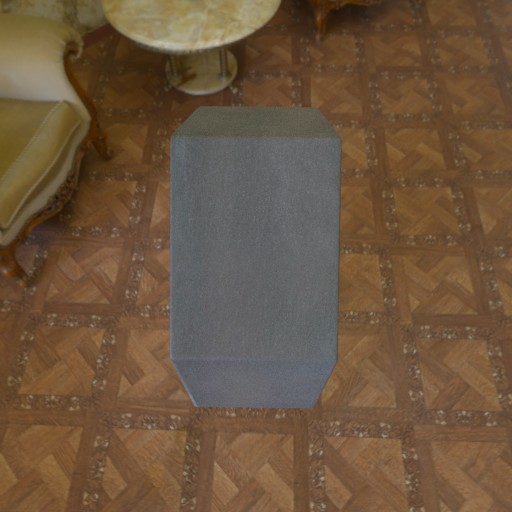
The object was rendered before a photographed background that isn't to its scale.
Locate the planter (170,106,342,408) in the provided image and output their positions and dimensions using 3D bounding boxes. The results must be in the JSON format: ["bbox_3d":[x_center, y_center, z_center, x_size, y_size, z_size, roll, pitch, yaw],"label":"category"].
[{"bbox_3d":[0.000,0.000,0.286,0.077,0.206,0.169,1,59,0],"label":"planter"}]
